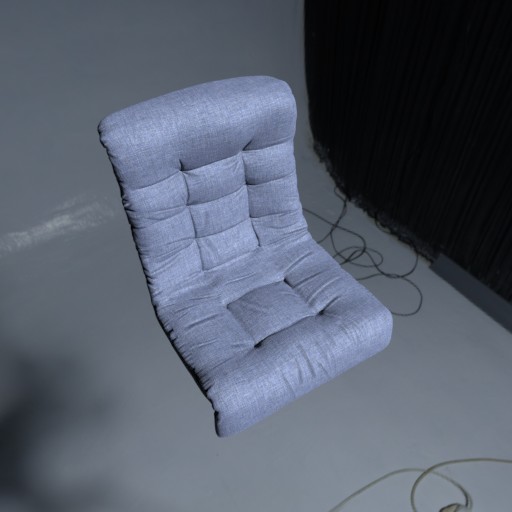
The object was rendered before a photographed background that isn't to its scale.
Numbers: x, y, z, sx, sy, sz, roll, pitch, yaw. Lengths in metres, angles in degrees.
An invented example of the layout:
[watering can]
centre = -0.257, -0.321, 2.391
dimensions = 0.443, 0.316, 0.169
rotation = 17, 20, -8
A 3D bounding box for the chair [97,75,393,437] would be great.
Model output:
[chair]
centre = 0.000, 0.000, 1.252
dimensions = 0.597, 0.749, 0.668
rotation = -23, 50, -22
